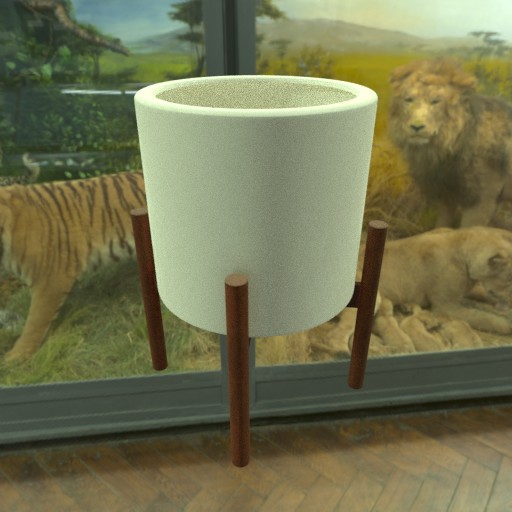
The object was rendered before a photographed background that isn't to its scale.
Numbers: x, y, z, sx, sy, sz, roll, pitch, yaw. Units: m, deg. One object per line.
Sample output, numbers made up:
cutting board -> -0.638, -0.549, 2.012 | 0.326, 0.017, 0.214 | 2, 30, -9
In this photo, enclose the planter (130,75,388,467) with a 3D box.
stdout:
planter -> 0.000, 0.000, 0.502 | 0.224, 0.358, 0.224 | -20, 34, -32
